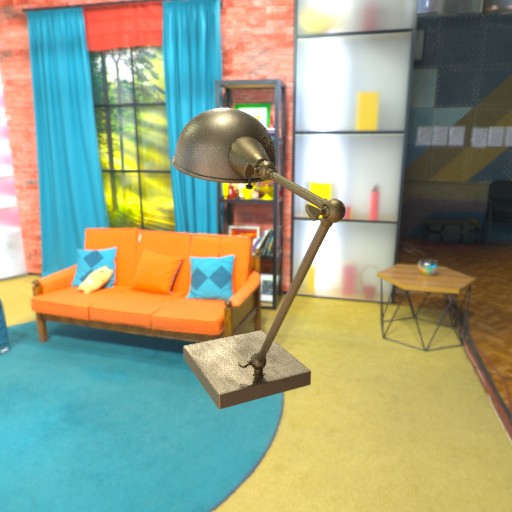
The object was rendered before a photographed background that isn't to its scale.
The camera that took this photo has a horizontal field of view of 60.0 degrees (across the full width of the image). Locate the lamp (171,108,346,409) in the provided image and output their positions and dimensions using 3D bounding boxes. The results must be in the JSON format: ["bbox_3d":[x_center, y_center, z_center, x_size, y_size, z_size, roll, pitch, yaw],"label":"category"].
[{"bbox_3d":[0.000,0.000,0.564,0.149,0.371,0.339,-7,16,-25],"label":"lamp"}]
